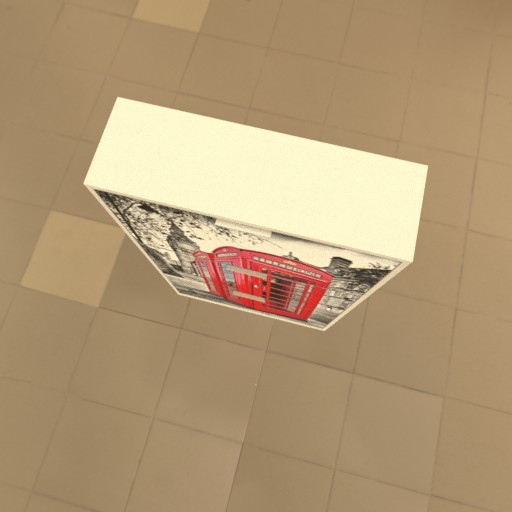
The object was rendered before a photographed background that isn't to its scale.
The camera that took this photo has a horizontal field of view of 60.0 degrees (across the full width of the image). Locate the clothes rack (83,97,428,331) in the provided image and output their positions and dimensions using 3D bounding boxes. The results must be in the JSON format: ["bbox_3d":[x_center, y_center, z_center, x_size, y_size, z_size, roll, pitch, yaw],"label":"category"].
[{"bbox_3d":[0.000,0.000,1.621,0.750,1.280,0.250,14,74,4],"label":"clothes rack"}]
